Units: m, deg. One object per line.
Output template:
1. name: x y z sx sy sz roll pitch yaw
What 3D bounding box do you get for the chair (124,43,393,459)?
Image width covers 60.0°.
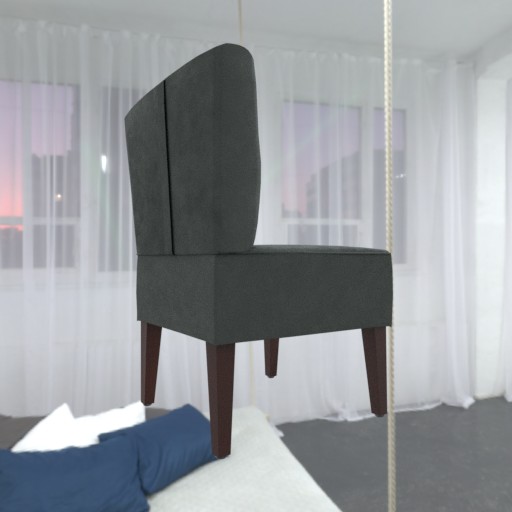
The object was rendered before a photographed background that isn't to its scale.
1. chair: 0.000 0.000 1.166 0.554 0.806 0.521 0 0 -35
